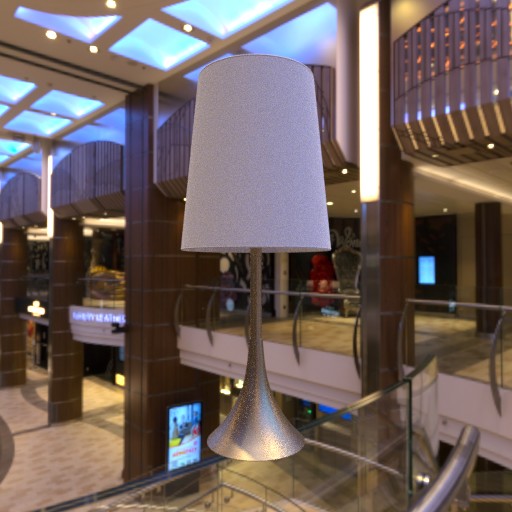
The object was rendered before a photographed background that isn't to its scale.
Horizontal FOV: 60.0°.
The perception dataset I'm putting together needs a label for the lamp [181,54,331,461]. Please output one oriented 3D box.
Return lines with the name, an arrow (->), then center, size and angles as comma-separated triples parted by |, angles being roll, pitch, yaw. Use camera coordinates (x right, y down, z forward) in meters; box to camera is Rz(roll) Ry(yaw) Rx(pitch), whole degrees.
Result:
lamp -> 0.000, 0.000, 0.691 | 0.231, 0.569, 0.231 | 0, -1, 0
